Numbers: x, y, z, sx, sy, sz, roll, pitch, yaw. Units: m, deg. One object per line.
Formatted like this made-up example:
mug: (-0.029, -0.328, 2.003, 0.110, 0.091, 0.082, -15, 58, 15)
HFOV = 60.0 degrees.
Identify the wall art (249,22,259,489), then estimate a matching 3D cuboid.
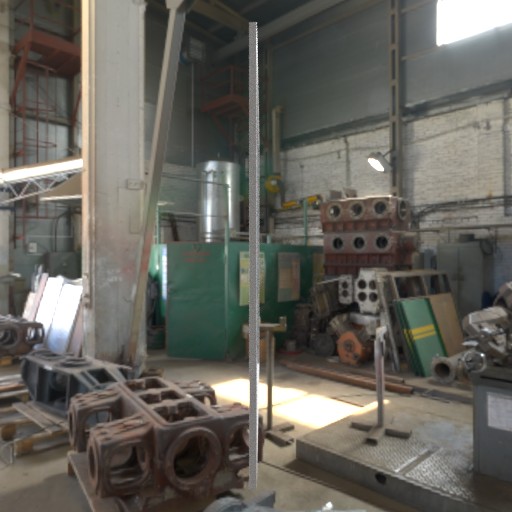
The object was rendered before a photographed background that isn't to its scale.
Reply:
wall art: (0.000, 0.000, 0.809, 0.009, 0.559, 0.558, 0, 0, 1)
